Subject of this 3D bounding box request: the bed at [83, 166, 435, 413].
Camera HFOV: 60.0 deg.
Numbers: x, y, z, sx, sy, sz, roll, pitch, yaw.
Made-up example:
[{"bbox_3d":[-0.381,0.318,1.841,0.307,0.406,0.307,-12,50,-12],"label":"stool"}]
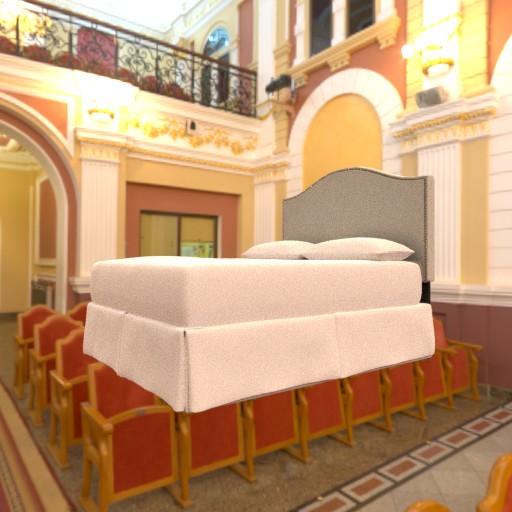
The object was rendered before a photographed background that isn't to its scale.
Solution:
[{"bbox_3d":[0.000,0.000,3.464,2.180,1.607,1.813,0,0,-36],"label":"bed"}]
